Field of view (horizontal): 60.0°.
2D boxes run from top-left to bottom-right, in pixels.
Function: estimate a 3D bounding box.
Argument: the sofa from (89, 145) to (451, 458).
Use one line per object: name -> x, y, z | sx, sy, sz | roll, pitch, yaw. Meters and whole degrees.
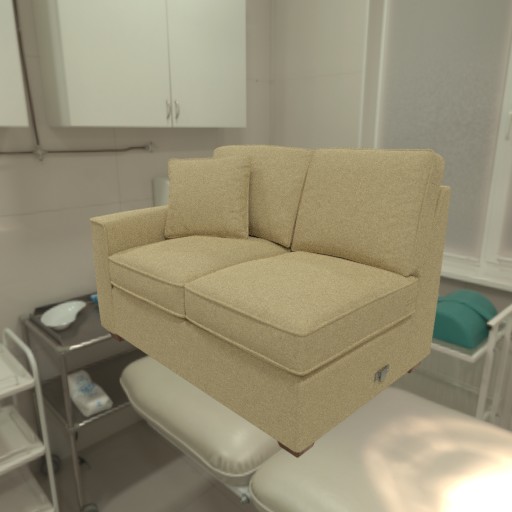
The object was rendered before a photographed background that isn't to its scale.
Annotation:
sofa -> 0.000, 0.000, 2.067 | 0.991, 0.989, 1.388 | -15, 22, -43
